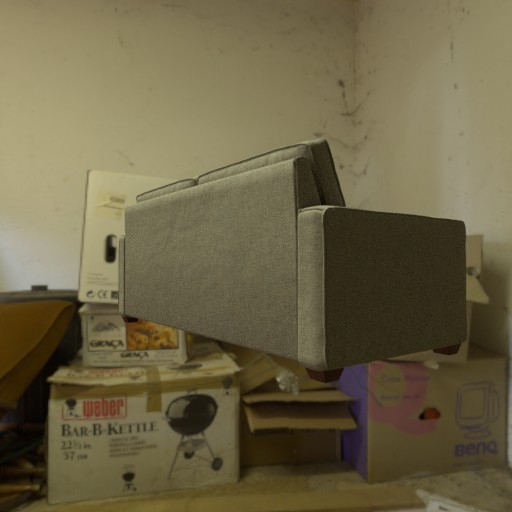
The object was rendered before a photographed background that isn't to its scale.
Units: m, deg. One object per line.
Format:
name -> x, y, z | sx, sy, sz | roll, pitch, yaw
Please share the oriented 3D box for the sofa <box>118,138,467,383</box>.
sofa -> 0.000, 0.000, 2.599 | 0.945, 0.918, 2.078 | 1, -1, -36
